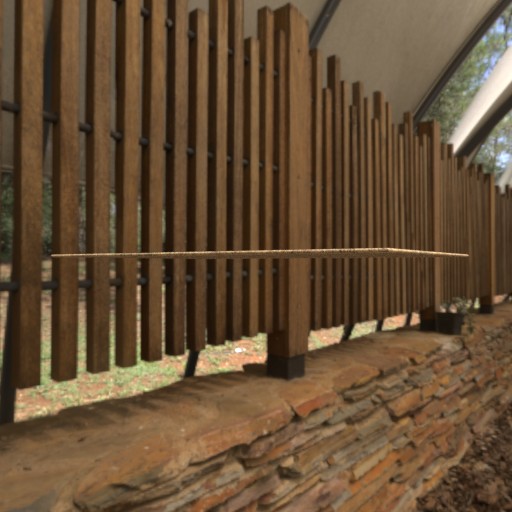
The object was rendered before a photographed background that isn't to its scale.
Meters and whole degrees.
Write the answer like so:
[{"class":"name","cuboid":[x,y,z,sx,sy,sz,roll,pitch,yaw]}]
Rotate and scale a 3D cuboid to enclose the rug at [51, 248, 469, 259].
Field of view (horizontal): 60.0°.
[{"class":"rug","cuboid":[0.000,0.000,2.346,1.846,0.014,1.243,-1,-1,36]}]
